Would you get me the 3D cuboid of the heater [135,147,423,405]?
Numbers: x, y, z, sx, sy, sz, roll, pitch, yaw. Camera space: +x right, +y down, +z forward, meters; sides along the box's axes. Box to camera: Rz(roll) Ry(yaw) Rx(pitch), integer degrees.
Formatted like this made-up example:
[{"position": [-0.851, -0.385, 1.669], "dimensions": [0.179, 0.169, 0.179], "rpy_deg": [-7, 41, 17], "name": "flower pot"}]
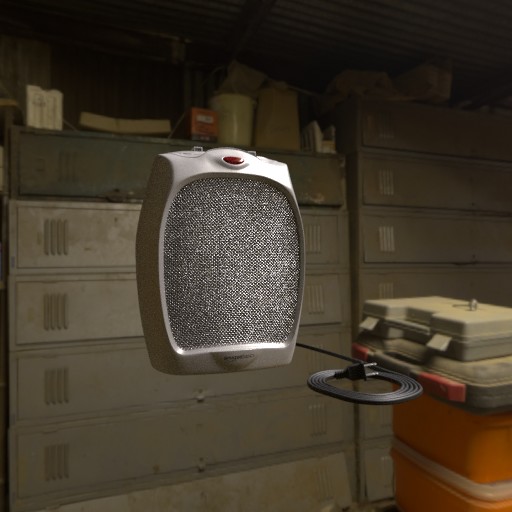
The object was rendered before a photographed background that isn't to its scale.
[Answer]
[{"position": [0.000, 0.000, 0.468], "dimensions": [0.239, 0.240, 0.291], "rpy_deg": [0, 0, -20], "name": "heater"}]
